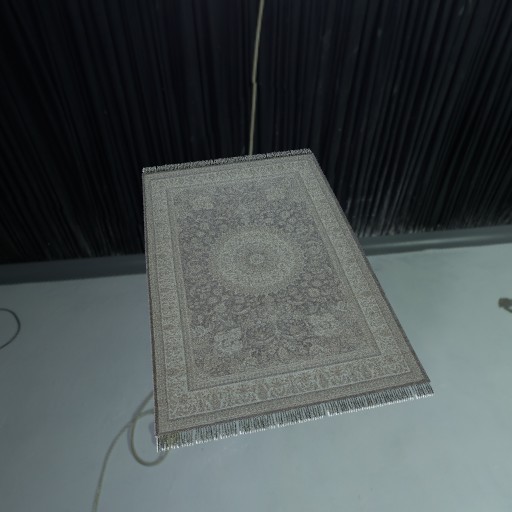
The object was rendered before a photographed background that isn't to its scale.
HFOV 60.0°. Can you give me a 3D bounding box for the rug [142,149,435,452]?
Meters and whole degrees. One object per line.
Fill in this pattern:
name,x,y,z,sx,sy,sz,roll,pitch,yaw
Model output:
rug,0.000,0.000,3.140,1.528,0.010,2.440,-9,48,-8
